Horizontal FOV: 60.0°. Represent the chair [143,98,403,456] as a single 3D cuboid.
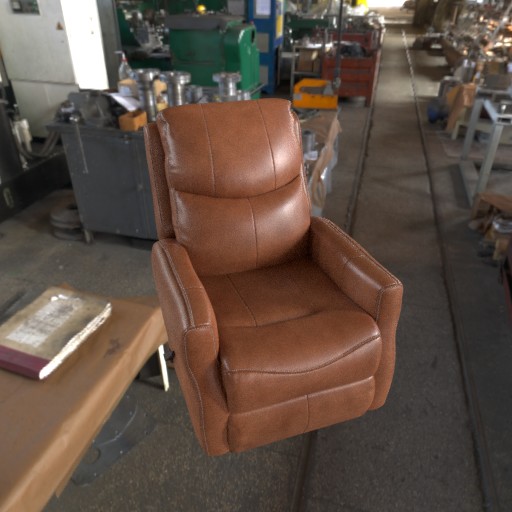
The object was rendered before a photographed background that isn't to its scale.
[{"bbox_3d":[0.000,0.000,1.747,0.821,1.016,1.072,-10,33,-16],"label":"chair"}]
